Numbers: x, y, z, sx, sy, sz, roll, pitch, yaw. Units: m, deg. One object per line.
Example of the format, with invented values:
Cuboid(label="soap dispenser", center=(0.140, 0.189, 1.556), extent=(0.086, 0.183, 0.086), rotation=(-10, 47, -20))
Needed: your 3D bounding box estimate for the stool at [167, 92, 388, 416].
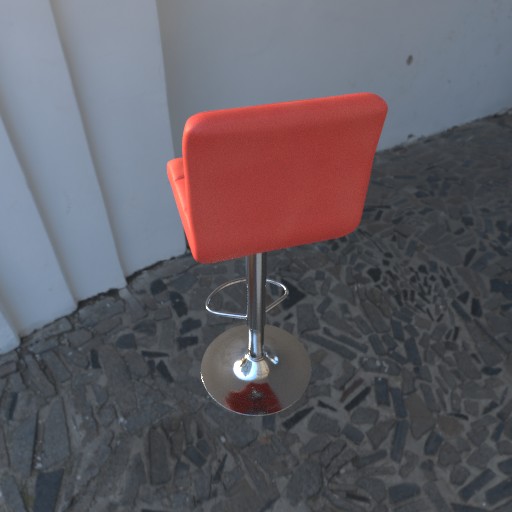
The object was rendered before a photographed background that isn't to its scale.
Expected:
Cuboid(label="stool", center=(0.000, 0.000, 1.360), extent=(0.430, 1.115, 0.505), rotation=(-11, 41, -13))
